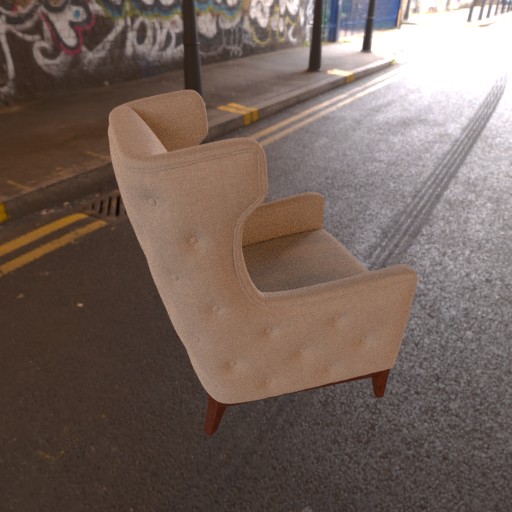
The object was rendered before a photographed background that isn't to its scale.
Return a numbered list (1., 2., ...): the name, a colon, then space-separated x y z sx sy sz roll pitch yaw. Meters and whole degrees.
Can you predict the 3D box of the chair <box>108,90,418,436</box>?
1. chair: 0.000 0.000 1.645 0.899 1.079 0.778 -10 32 -17
